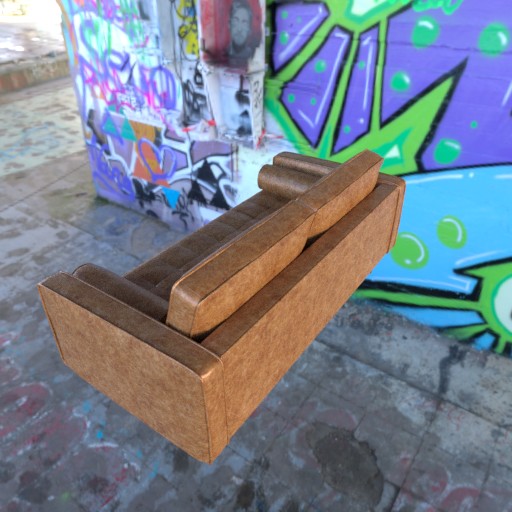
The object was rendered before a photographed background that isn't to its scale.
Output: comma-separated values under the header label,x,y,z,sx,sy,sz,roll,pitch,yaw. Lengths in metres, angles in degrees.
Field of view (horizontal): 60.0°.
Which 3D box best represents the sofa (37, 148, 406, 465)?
label,x,y,z,sx,sy,sz,roll,pitch,yaw
sofa,0.000,0.000,2.362,0.924,0.825,1.920,21,39,29
